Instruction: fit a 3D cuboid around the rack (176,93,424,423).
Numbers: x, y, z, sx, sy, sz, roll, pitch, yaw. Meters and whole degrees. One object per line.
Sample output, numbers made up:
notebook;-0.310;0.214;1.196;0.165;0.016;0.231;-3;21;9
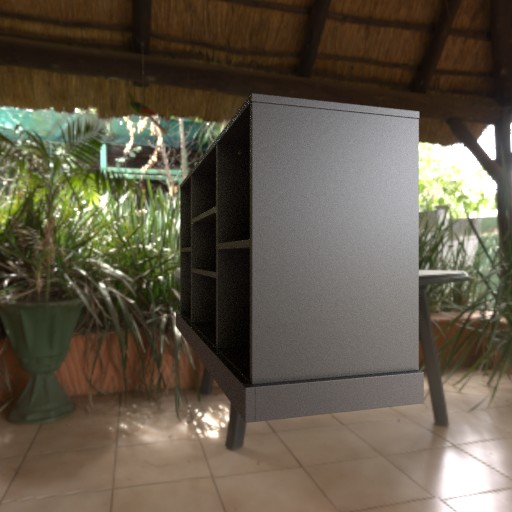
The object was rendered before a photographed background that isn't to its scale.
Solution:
rack;0.000;0.000;1.478;0.399;0.635;1.206;0;0;-16
